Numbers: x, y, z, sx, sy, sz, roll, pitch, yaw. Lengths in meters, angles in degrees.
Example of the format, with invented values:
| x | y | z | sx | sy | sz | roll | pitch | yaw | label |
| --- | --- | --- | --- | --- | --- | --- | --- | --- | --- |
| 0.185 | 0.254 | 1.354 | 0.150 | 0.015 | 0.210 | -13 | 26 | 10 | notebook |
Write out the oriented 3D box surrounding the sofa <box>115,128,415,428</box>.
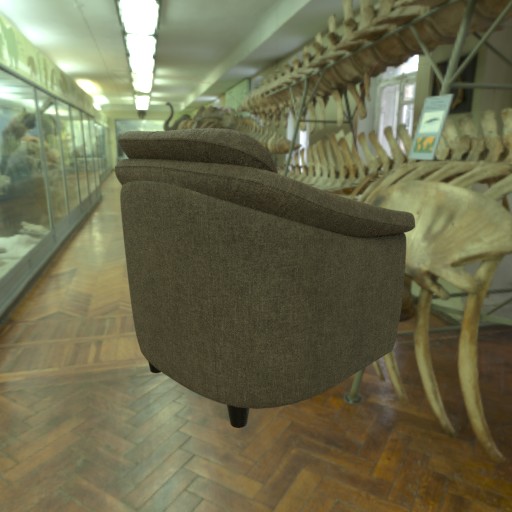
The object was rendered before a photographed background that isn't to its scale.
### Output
| x | y | z | sx | sy | sz | roll | pitch | yaw | label |
| --- | --- | --- | --- | --- | --- | --- | --- | --- | --- |
| 0.000 | 0.000 | 1.504 | 0.794 | 0.811 | 0.870 | -14 | 20 | -43 | sofa |
